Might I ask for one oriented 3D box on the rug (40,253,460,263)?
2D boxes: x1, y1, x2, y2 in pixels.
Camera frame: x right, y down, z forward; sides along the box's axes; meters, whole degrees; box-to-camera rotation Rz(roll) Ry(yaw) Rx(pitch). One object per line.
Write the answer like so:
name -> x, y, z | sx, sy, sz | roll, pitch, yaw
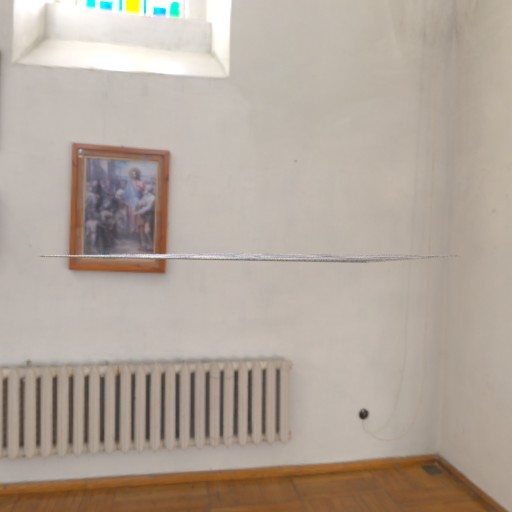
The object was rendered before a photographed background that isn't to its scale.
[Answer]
rug -> 0.000, 0.000, 4.113 | 3.072, 0.011, 2.451 | 1, 1, 35
